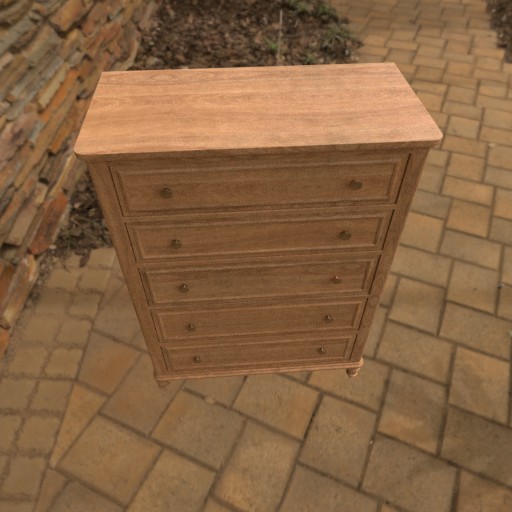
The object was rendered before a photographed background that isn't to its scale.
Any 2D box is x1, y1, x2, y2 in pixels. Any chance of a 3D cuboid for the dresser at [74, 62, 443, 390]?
[{"bbox_3d":[0.000,0.000,1.786,0.973,1.318,0.484,-3,46,-3],"label":"dresser"}]
